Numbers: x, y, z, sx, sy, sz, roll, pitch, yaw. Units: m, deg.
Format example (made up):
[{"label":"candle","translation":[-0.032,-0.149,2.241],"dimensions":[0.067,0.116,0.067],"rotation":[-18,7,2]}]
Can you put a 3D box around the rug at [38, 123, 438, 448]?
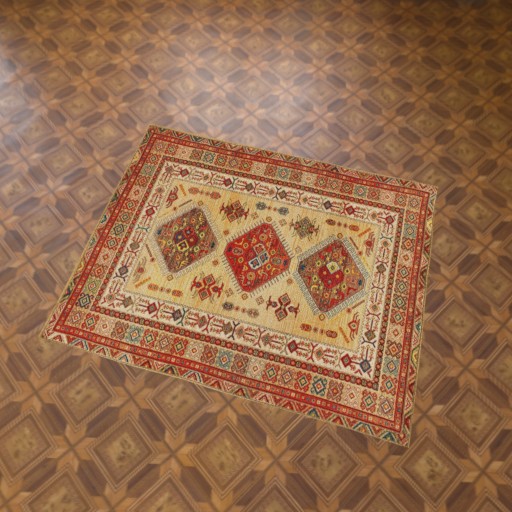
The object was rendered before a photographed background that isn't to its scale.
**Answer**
[{"label":"rug","translation":[0.000,0.000,4.024],"dimensions":[3.067,0.005,2.460],"rotation":[14,64,7]}]
